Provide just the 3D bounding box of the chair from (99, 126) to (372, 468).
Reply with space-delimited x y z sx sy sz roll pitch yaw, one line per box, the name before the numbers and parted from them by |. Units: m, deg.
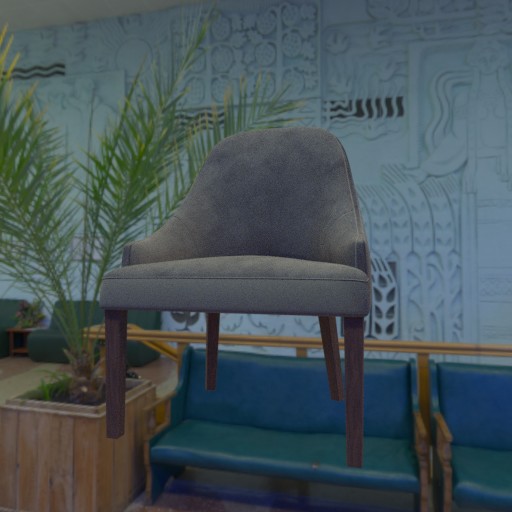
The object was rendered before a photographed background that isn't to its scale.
chair | 0.000 0.000 1.261 0.643 0.889 0.575 0 -1 16
